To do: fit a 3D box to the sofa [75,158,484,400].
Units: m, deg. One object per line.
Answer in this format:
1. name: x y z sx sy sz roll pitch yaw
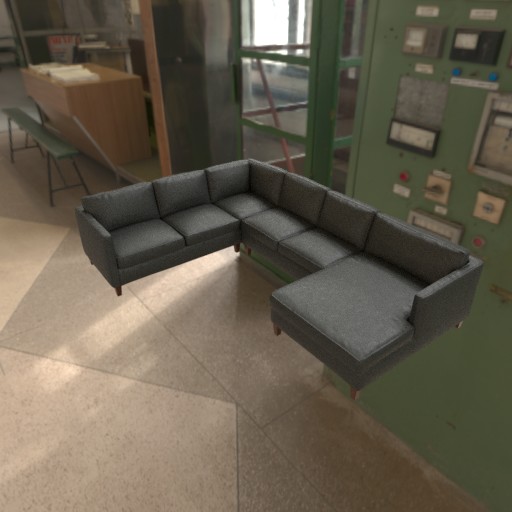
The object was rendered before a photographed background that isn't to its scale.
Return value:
1. sofa: 0.000 0.000 4.593 2.593 0.923 3.460 -21 37 -31
